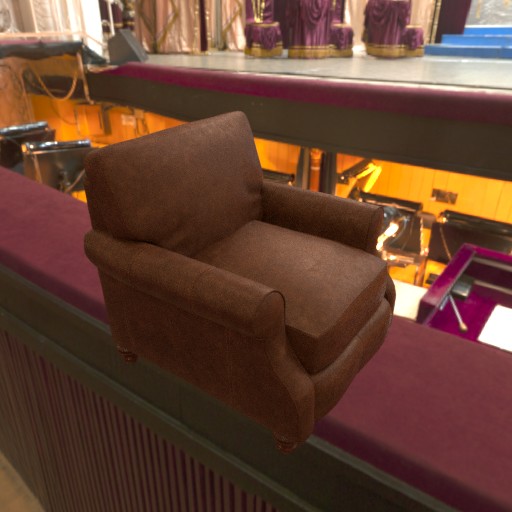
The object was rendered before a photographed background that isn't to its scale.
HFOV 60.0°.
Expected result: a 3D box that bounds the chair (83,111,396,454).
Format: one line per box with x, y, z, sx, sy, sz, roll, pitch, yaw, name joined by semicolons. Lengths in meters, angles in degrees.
0.000;0.000;1.773;1.002;0.976;0.996;18;32;31;chair
